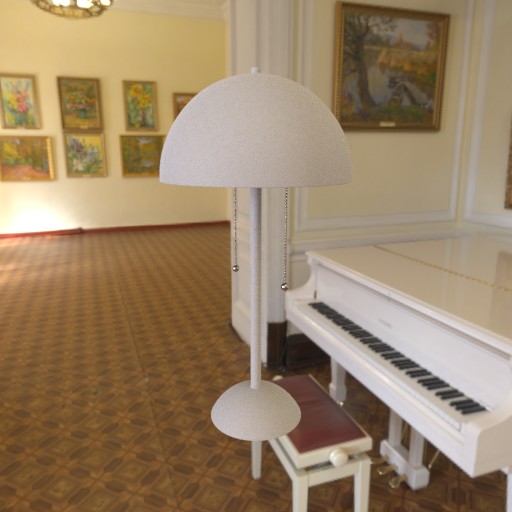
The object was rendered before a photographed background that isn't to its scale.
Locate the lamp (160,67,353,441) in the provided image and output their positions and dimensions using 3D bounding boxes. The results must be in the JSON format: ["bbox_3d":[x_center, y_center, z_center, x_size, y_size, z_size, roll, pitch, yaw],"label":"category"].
[{"bbox_3d":[0.000,0.000,0.417,0.171,0.330,0.171,0,13,0],"label":"lamp"}]
